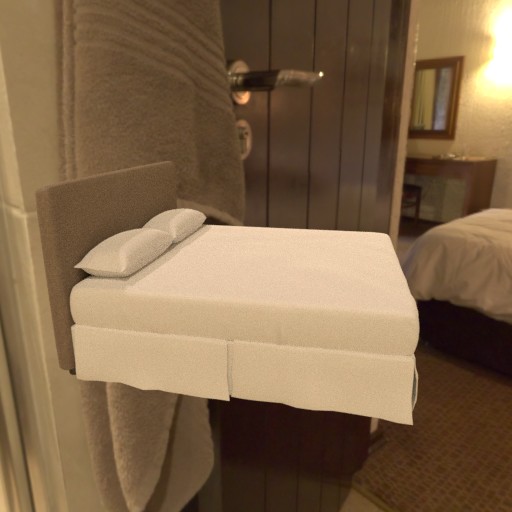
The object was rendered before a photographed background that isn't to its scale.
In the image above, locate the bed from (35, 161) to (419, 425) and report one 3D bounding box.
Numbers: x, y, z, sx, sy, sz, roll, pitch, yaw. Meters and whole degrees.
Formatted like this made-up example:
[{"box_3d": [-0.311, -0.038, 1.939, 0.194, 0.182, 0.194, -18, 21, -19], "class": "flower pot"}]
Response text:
[{"box_3d": [0.000, 0.000, 3.541, 2.341, 1.317, 2.119, 3, 17, 11], "class": "bed"}]
